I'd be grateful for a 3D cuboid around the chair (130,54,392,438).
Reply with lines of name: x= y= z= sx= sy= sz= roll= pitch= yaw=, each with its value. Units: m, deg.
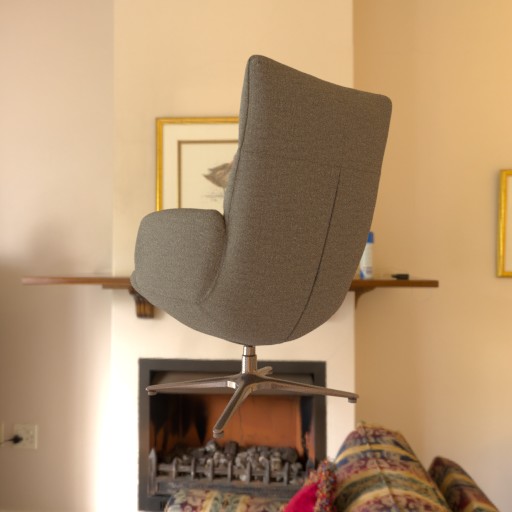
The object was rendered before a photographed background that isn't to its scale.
chair: x=0.000 y=0.000 z=1.516 sx=0.702 sy=0.984 sz=0.831 roll=1 pitch=-1 yaw=-35
